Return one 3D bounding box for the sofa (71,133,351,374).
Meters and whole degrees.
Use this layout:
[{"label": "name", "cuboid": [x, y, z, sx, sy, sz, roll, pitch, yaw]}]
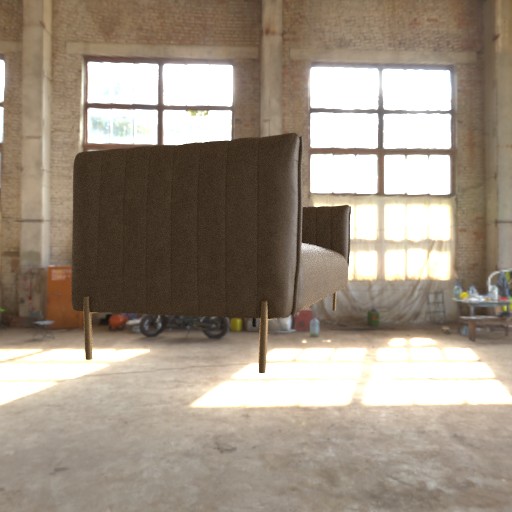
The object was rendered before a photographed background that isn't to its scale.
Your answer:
[{"label": "sofa", "cuboid": [0.000, 0.000, 2.428, 0.876, 0.779, 1.980, 0, -1, 17]}]
